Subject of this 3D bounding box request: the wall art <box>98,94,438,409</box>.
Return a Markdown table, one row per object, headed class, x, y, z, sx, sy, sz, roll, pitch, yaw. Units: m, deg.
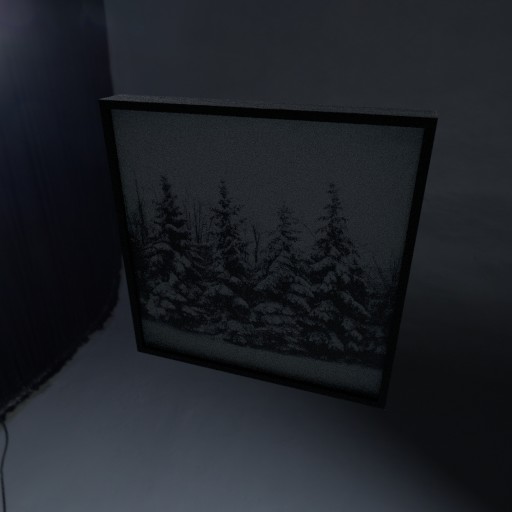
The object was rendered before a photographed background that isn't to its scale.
| class | x | y | z | sx | sy | sz | roll | pitch | yaw |
| --- | --- | --- | --- | --- | --- | --- | --- | --- | --- |
| wall art | 0.000 | 0.000 | 0.466 | 0.305 | 0.305 | 0.037 | 9 | 29 | 16 |
